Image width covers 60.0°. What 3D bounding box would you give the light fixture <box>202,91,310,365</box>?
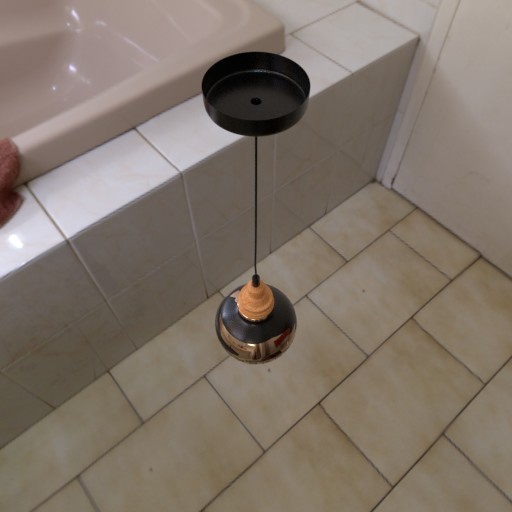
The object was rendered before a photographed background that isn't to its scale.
[{"bbox_3d":[0.000,0.000,1.795,0.430,1.606,0.430,-33,63,-19],"label":"light fixture"}]
